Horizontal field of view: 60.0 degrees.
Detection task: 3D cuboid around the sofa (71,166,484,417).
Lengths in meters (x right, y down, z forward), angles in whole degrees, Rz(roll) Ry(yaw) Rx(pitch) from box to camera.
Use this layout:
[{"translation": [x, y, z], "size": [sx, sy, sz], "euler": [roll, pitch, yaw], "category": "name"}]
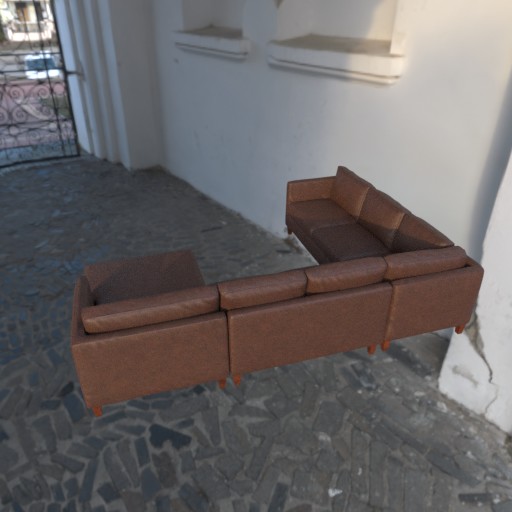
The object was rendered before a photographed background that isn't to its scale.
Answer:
[{"translation": [0.000, 0.000, 4.621], "size": [3.460, 0.923, 2.593], "euler": [-9, 31, -15], "category": "sofa"}]
